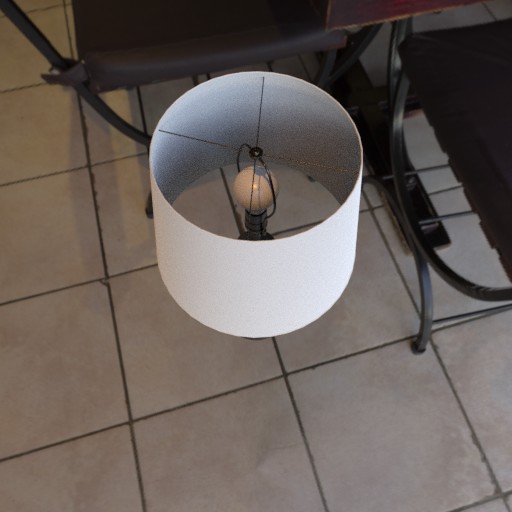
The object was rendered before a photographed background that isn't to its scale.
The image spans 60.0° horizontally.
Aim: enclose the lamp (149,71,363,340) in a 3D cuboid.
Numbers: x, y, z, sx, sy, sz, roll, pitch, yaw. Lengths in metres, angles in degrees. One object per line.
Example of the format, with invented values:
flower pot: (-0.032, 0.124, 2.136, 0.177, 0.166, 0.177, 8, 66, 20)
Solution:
lamp: (0.000, 0.000, 0.793, 0.331, 0.594, 0.331, 0, 64, 0)
